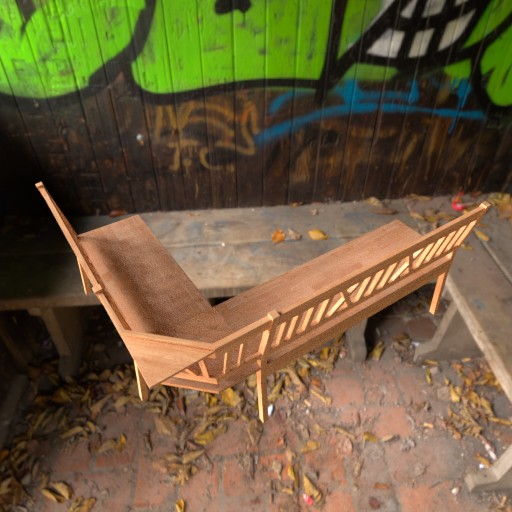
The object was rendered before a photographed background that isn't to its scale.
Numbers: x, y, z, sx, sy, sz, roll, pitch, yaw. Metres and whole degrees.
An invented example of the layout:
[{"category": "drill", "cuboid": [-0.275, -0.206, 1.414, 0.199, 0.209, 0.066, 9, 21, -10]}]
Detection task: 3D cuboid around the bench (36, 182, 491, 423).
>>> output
[{"category": "bench", "cuboid": [0.000, 0.000, 2.696, 1.937, 0.902, 1.537, -24, 47, -25]}]
